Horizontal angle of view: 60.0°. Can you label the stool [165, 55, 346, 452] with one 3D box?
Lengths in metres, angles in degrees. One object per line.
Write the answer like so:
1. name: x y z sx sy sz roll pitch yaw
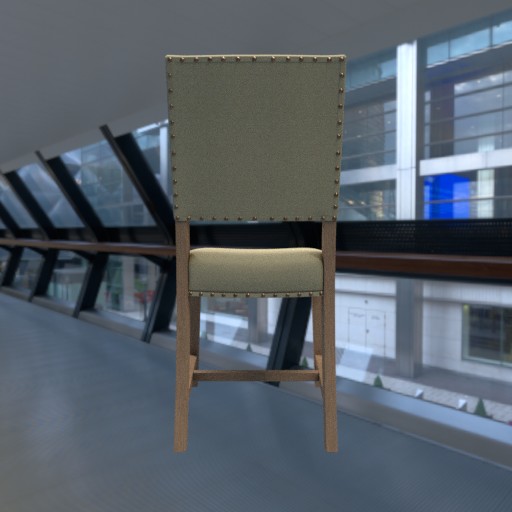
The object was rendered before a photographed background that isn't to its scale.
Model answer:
1. stool: 0.000 0.000 1.358 0.508 0.986 0.623 0 2 0
